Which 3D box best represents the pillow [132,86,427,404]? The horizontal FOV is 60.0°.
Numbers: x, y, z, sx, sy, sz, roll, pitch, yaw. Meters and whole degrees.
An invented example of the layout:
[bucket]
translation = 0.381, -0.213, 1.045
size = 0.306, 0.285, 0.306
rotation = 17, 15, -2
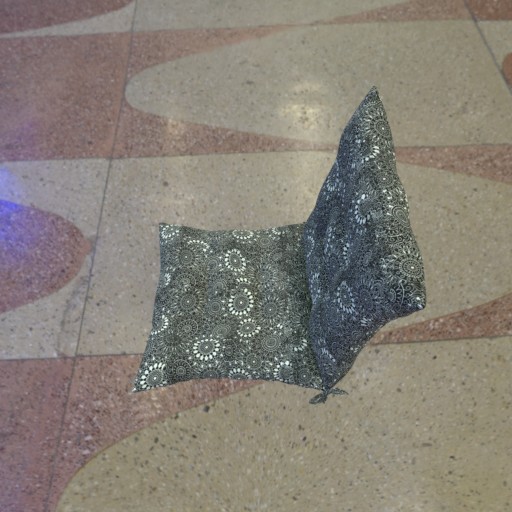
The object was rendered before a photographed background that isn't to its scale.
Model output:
[pillow]
translation = 0.000, 0.000, 1.003
size = 0.585, 0.536, 0.541
rotation = 0, 58, 0
